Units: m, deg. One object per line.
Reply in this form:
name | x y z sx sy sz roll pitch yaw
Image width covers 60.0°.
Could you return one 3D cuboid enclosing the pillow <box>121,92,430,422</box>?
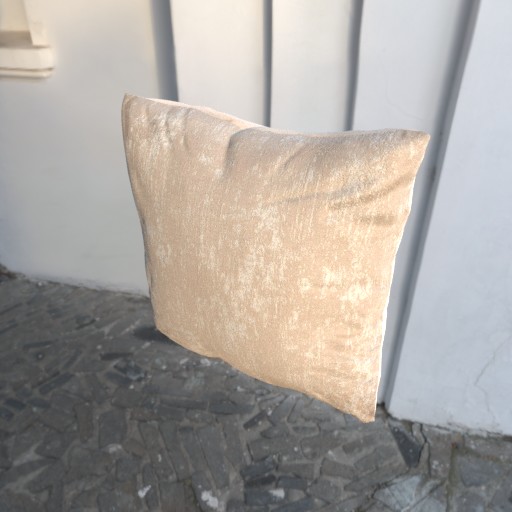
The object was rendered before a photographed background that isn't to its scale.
pillow | 0.000 0.000 0.684 0.450 0.448 0.245 19 36 28
